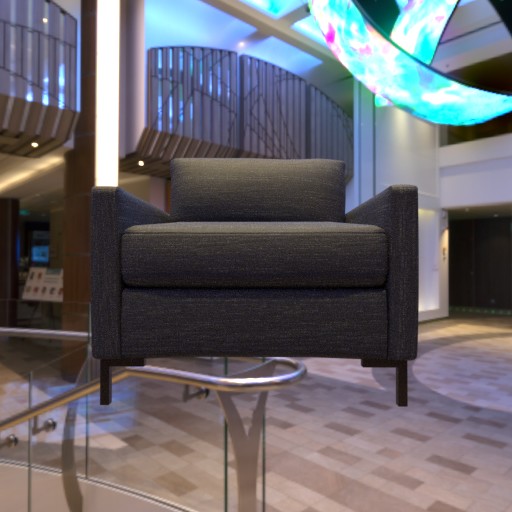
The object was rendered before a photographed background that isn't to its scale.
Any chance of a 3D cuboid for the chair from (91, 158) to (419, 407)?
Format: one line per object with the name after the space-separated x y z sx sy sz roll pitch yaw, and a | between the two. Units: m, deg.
0.000 0.000 1.660 0.963 0.861 0.866 0 -1 1 | chair
